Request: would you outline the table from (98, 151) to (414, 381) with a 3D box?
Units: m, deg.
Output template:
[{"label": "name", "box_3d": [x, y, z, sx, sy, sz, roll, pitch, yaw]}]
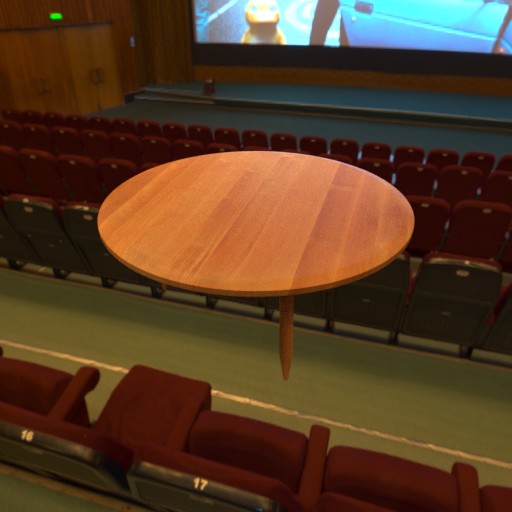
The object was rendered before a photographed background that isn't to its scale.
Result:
[{"label": "table", "box_3d": [0.000, 0.000, 1.417, 0.900, 0.400, 0.900, 0, 32, 0]}]
